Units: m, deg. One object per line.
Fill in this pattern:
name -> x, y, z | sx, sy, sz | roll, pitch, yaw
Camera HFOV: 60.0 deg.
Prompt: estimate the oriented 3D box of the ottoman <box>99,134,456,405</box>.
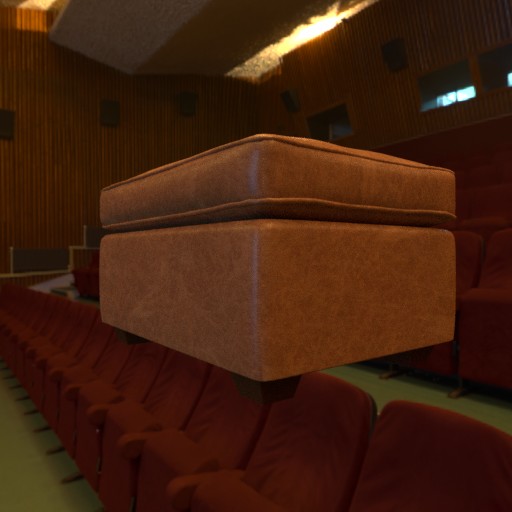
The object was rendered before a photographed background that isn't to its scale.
ottoman -> 0.000, 0.000, 1.091 | 0.554, 0.468, 0.756 | 0, 0, -37
